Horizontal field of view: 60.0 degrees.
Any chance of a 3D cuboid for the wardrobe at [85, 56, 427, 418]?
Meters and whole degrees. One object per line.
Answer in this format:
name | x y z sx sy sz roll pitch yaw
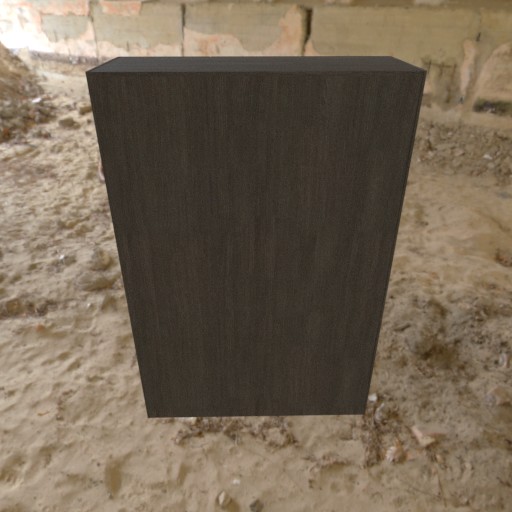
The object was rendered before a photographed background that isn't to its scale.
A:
wardrobe | 0.000 0.000 2.373 1.290 1.910 0.510 -1 30 -1
